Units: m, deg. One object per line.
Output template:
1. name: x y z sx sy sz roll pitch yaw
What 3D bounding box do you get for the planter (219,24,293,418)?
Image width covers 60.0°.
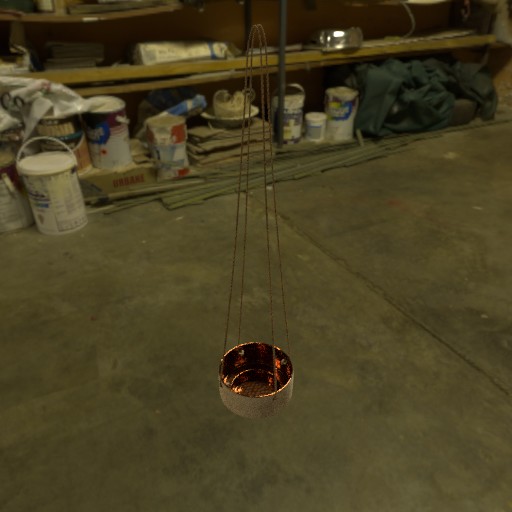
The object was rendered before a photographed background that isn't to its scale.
1. planter: 0.000 0.000 1.112 0.223 1.030 0.223 9 33 14
